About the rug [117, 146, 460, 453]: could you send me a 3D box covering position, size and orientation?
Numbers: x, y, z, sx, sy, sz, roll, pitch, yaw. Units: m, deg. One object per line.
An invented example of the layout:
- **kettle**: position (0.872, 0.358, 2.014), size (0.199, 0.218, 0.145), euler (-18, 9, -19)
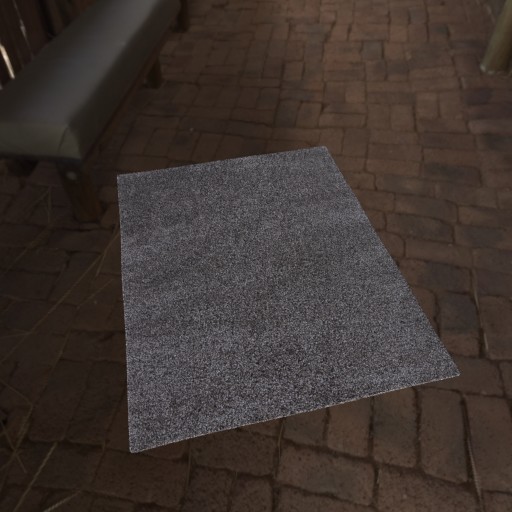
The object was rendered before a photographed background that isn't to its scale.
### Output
- **rug**: position (0.000, 0.000, 4.060), size (2.401, 0.025, 3.000), euler (-10, 49, -9)
